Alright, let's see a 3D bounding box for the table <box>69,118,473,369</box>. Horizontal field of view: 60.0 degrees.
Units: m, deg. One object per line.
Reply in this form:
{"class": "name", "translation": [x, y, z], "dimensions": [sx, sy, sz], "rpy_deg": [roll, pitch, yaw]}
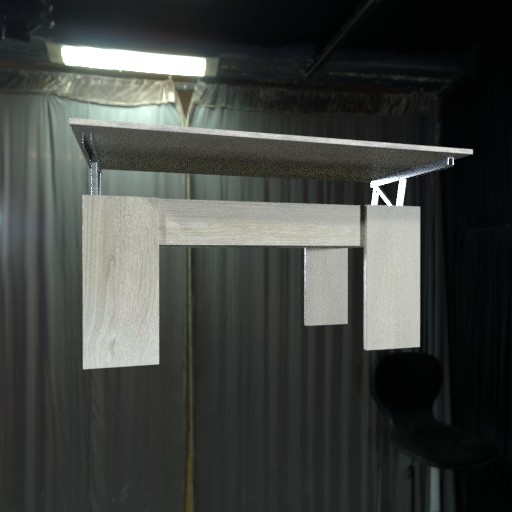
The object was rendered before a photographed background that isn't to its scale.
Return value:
{"class": "table", "translation": [0.000, 0.000, 1.386], "dimensions": [1.000, 0.570, 0.711], "rpy_deg": [0, 0, -16]}
